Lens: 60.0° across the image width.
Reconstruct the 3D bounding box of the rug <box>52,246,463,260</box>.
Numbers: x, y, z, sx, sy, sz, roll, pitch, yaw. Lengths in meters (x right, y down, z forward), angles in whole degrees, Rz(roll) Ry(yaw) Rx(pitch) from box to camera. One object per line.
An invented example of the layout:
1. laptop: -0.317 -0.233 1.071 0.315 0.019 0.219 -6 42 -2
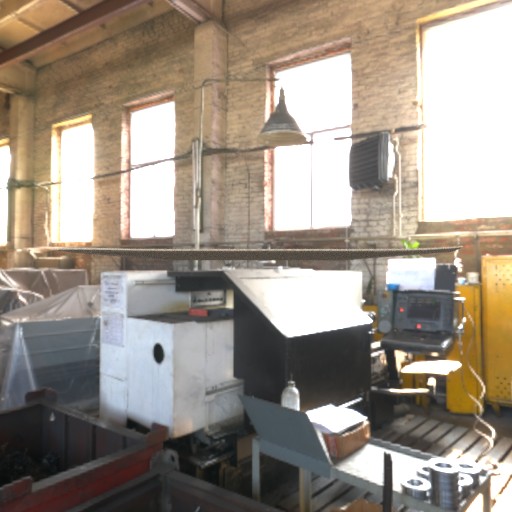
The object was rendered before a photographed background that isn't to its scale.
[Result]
1. rug: 0.000 0.000 3.889 2.277 0.035 2.897 0 -2 0
